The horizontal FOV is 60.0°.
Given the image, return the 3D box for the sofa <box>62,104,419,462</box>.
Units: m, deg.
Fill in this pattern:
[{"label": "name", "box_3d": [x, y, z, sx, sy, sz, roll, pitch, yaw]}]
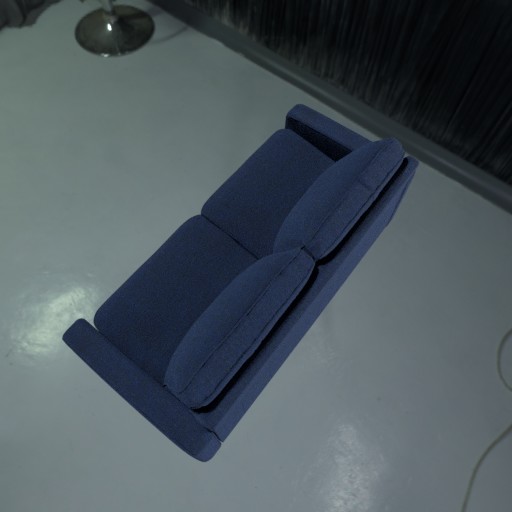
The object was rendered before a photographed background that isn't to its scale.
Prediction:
[{"label": "sofa", "box_3d": [0.000, 0.000, 2.583, 0.940, 0.919, 2.080, 35, 68, 17]}]
